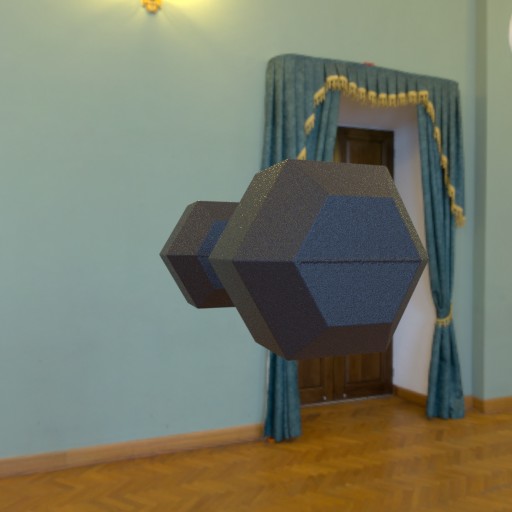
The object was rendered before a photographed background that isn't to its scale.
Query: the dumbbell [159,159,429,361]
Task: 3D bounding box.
[{"bbox_3d":[0.000,0.000,0.424,0.141,0.123,0.356,0,1,-20],"label":"dumbbell"}]
